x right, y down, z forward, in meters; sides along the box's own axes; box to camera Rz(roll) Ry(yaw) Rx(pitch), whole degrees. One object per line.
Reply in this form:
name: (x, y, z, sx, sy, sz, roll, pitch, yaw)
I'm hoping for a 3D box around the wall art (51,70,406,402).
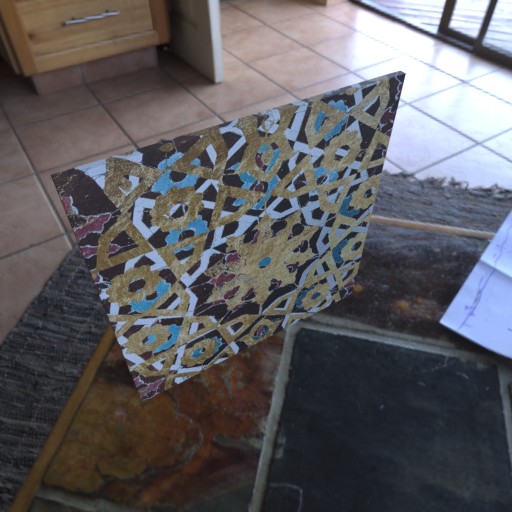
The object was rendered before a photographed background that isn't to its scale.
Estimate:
wall art: (0.000, 0.000, 0.594, 0.404, 0.406, 0.010, -23, 50, -21)
